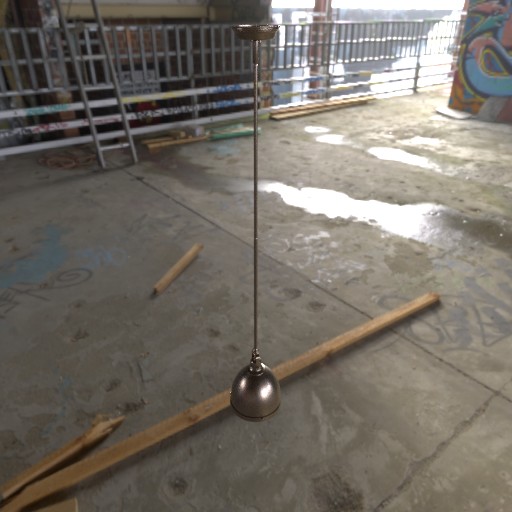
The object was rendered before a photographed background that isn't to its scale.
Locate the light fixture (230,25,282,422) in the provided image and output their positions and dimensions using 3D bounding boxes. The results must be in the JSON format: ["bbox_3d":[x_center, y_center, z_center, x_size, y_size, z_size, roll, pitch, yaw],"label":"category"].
[{"bbox_3d":[0.000,0.000,1.484,0.211,1.367,0.217,-9,30,-16],"label":"light fixture"}]
